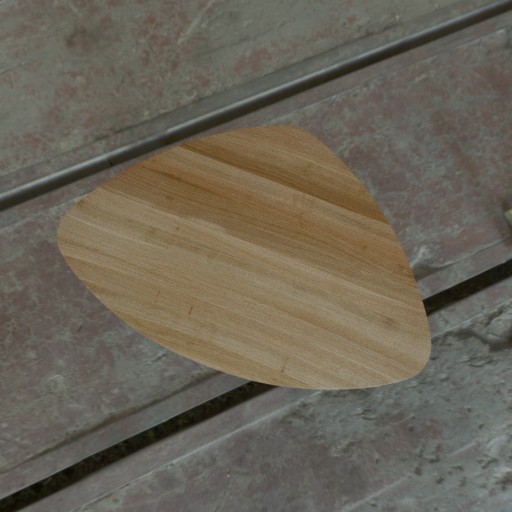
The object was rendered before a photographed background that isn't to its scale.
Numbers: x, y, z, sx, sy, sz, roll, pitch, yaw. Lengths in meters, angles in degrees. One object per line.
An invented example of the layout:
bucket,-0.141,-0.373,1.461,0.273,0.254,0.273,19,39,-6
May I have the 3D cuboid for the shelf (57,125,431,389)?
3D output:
shelf,0.000,0.000,1.647,1.240,0.439,0.863,19,75,6
